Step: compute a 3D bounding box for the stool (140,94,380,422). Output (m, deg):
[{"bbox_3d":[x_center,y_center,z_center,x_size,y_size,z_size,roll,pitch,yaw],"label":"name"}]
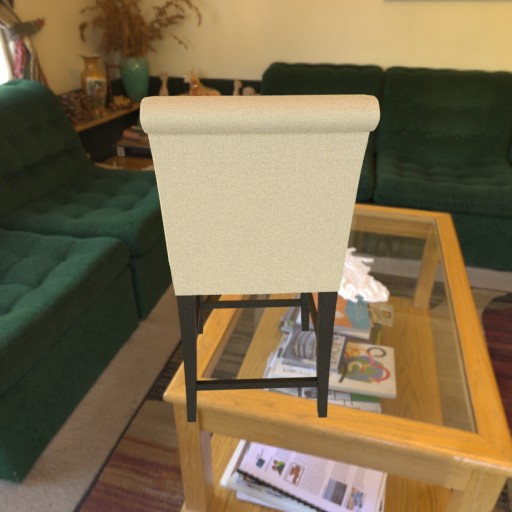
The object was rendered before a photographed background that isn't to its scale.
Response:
[{"bbox_3d":[0.000,0.000,1.291,0.452,0.976,0.597,-1,30,-2],"label":"stool"}]
